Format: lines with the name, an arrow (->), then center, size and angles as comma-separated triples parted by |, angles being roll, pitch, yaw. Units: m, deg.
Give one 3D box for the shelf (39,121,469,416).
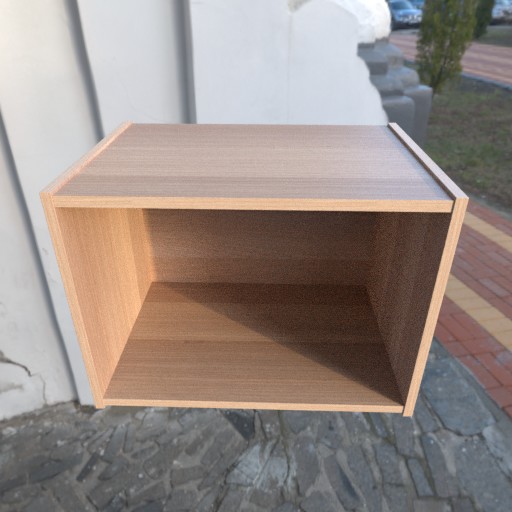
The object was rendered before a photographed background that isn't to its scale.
shelf -> 0.000, 0.000, 0.628 | 0.415, 0.305, 0.290 | 1, 30, 2
